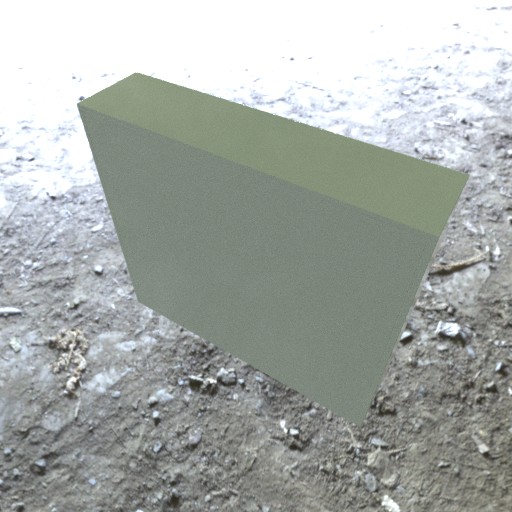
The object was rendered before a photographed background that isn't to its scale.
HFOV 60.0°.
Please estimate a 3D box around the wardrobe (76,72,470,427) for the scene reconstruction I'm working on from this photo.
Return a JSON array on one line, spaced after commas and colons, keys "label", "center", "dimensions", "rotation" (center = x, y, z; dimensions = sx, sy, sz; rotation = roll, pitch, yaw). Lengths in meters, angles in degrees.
[{"label": "wardrobe", "center": [0.000, 0.000, 1.927], "dimensions": [1.340, 1.200, 0.360], "rotation": [24, 51, 22]}]
